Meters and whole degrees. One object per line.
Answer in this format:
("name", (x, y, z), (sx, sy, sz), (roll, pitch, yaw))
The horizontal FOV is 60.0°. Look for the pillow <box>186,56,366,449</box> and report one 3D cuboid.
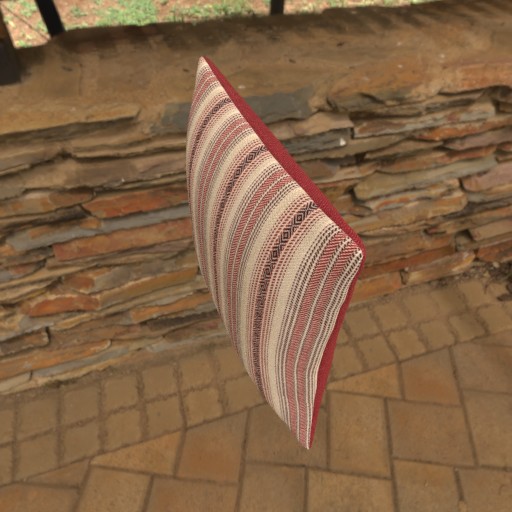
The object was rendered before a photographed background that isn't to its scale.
("pillow", (0.000, 0.000, 0.766), (0.166, 0.497, 0.513), (-17, 48, -16))
